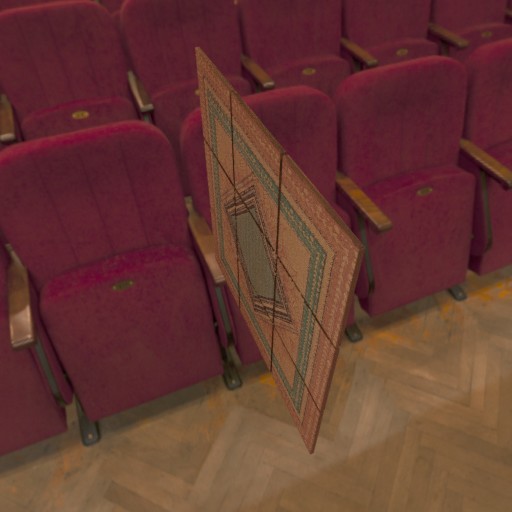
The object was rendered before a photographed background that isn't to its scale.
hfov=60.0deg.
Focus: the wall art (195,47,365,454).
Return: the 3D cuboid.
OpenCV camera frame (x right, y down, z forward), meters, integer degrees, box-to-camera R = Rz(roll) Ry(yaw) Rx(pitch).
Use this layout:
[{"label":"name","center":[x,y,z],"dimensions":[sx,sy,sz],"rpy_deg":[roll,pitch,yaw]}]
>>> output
[{"label":"wall art","center":[0.000,0.000,1.355],"dimensions":[0.013,0.914,0.915],"rpy_deg":[-17,48,-15]}]
